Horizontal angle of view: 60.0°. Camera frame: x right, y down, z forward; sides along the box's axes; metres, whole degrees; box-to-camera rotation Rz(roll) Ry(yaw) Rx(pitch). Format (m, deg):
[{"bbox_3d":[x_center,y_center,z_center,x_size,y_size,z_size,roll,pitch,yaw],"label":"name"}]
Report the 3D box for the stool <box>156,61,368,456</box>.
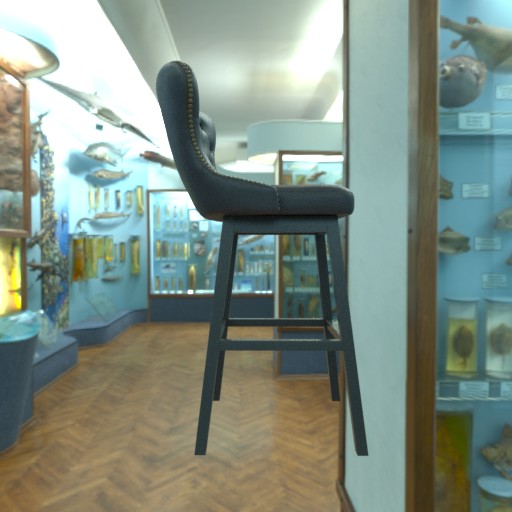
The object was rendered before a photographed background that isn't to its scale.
[{"bbox_3d":[0.000,0.000,1.385,0.601,1.050,0.528,0,1,0],"label":"stool"}]
